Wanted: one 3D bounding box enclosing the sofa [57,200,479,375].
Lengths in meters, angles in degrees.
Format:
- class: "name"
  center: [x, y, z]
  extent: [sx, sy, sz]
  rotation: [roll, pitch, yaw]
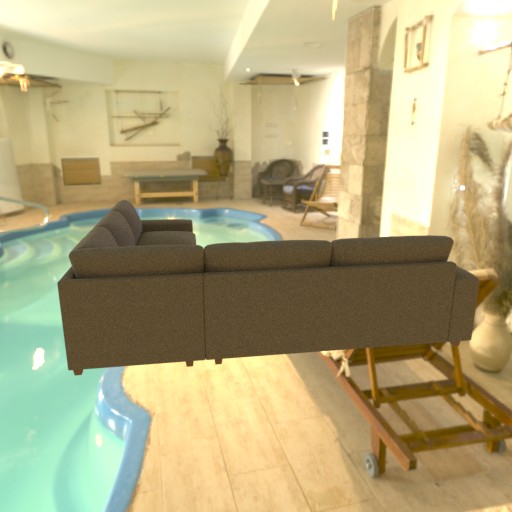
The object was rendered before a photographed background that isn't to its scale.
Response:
- class: "sofa"
  center: [0.000, 0.000, 4.798]
  extent: [3.277, 0.965, 2.895]
  rotation: [-2, 16, -9]
